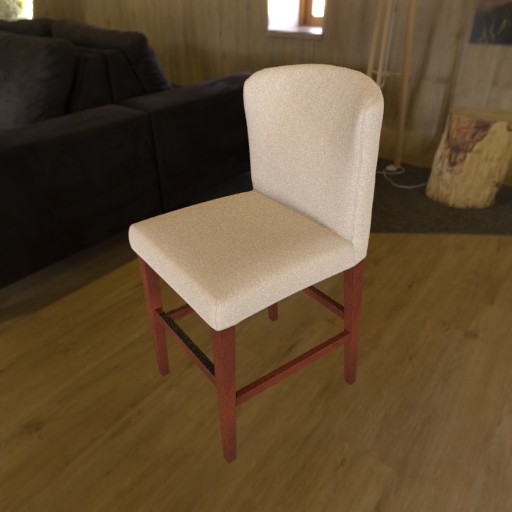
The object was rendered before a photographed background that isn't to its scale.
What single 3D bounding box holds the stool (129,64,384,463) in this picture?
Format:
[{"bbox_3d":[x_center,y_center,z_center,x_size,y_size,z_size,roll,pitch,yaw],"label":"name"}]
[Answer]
[{"bbox_3d":[0.000,0.000,1.272,0.568,0.968,0.479,-21,37,-31],"label":"stool"}]
